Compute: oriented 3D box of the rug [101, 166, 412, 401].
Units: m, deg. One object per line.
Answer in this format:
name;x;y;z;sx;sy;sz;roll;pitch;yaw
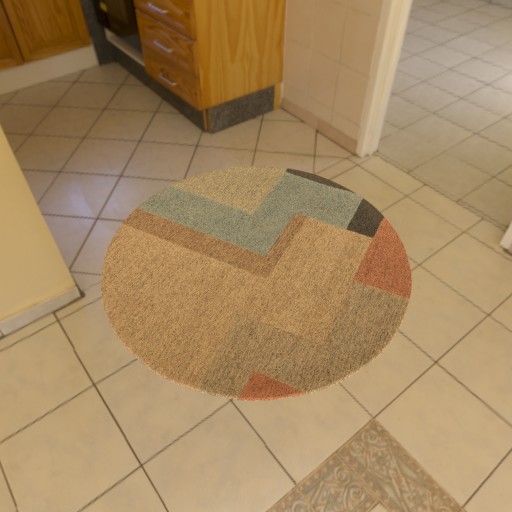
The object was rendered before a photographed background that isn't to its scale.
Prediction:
rug;0.000;0.000;3.599;2.461;0.033;2.461;0;47;0
